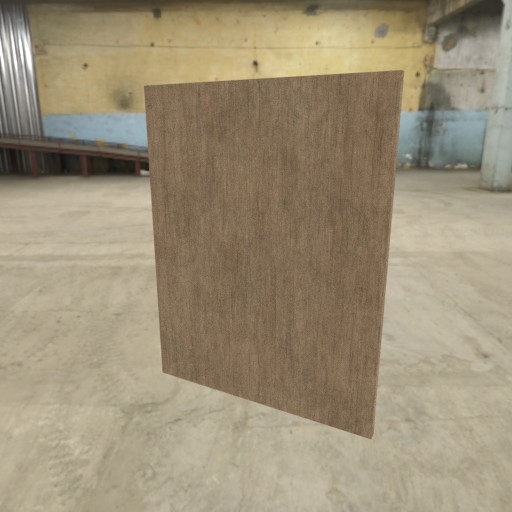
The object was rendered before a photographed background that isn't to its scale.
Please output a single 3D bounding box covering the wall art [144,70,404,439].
[{"bbox_3d":[0.000,0.000,0.922,0.534,0.686,0.018,8,18,27],"label":"wall art"}]
